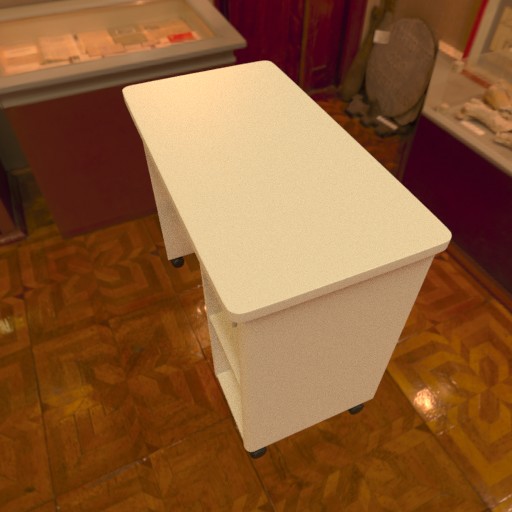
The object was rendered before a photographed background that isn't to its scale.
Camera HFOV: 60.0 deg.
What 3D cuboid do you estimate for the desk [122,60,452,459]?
[{"bbox_3d":[0.000,0.000,1.343,0.475,0.763,0.877,-18,50,-16],"label":"desk"}]
